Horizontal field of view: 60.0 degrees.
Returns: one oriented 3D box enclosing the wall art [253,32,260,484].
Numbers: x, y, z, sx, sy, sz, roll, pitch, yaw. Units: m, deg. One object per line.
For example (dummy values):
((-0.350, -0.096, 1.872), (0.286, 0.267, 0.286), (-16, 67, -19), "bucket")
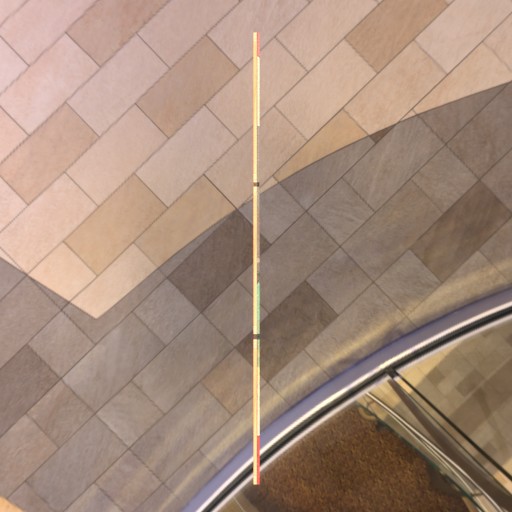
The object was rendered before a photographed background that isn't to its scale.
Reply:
((0.000, 0.000, 1.348), (0.012, 0.910, 0.911), (0, 91, 0), "wall art")
